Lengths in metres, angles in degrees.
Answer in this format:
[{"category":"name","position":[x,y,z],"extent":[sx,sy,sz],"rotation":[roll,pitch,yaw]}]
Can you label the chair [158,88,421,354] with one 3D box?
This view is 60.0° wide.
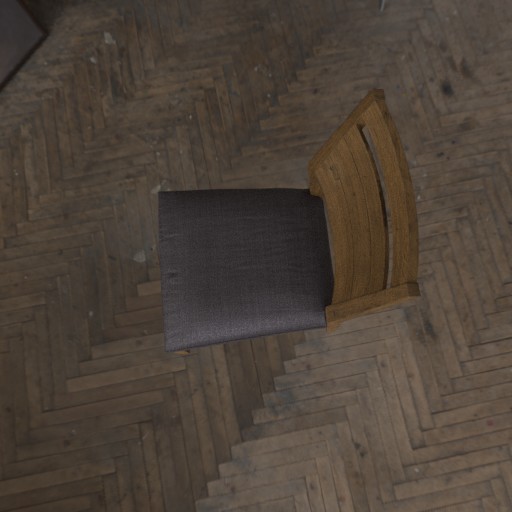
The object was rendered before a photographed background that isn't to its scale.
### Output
[{"category":"chair","position":[0.000,0.000,1.292],"extent":[0.610,0.939,0.501],"rotation":[-5,77,-1]}]
